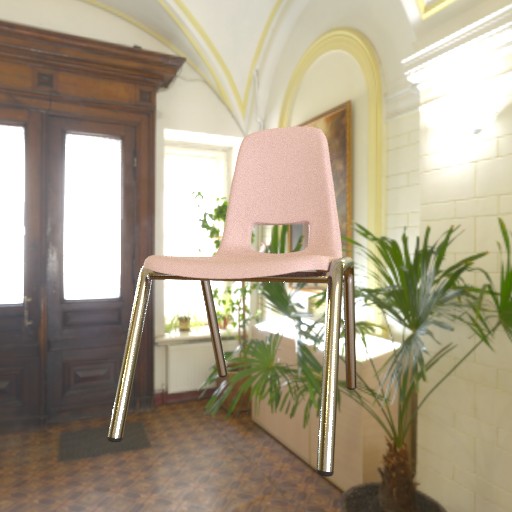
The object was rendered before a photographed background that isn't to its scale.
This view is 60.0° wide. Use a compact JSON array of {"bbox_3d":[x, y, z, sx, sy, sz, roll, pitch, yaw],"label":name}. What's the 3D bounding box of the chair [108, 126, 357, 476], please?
[{"bbox_3d":[0.000,0.000,0.833,0.354,0.586,0.423,0,0,19],"label":"chair"}]
